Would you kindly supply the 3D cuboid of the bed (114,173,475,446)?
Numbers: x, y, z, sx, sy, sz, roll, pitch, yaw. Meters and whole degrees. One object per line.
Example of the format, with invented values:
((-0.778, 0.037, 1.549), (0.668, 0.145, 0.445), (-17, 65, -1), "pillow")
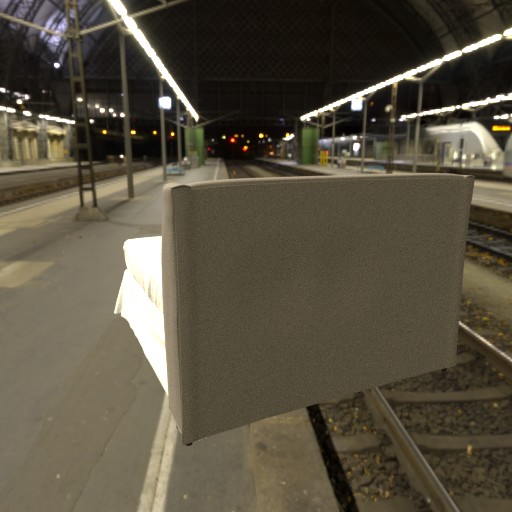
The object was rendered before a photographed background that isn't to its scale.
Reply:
((0.000, 0.000, 3.432), (1.925, 1.332, 2.276), (-6, 15, -25), "bed")
